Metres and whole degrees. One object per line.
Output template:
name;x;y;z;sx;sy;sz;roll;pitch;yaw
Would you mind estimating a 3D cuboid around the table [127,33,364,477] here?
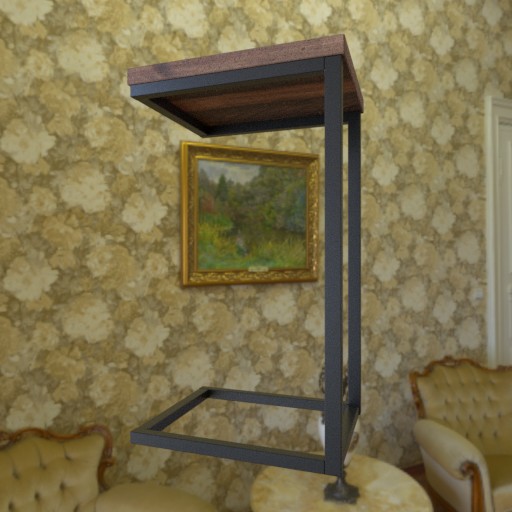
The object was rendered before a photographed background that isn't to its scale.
table;0.000;0.000;0.933;0.414;0.718;0.323;0;0;19
